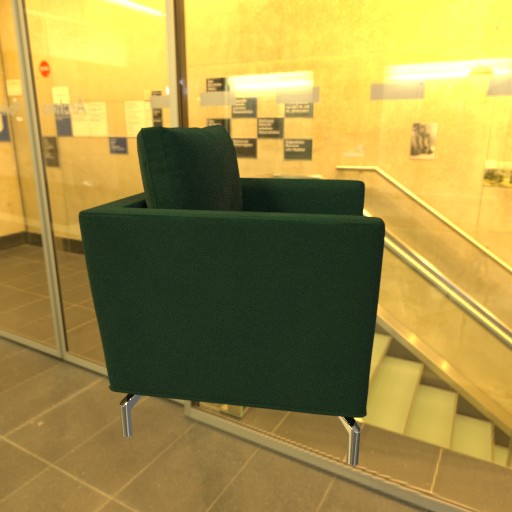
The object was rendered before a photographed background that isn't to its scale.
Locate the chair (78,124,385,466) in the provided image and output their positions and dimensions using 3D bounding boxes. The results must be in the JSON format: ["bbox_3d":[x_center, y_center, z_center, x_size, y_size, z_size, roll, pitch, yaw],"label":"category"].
[{"bbox_3d":[0.000,0.000,1.733,0.852,0.997,1.047,3,16,10],"label":"chair"}]
